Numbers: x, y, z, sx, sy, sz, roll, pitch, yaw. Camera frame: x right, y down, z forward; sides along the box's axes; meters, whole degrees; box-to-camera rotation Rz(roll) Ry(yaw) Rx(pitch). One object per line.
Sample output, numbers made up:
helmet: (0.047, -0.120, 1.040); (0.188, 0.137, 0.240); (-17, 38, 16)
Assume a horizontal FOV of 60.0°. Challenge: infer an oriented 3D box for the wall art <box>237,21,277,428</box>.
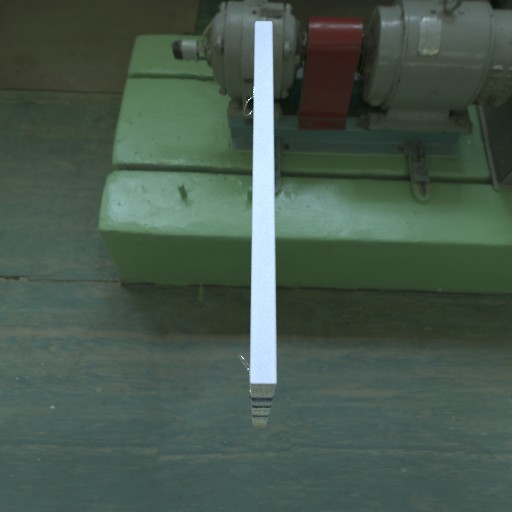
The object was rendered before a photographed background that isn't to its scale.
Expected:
wall art: (0.000, 0.000, 1.119); (0.065, 0.747, 0.755); (0, 65, 0)
